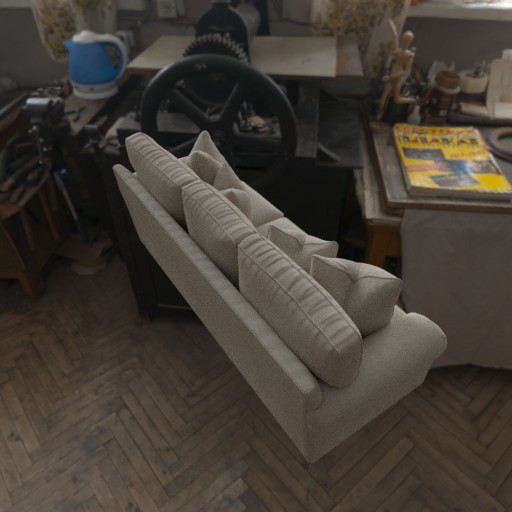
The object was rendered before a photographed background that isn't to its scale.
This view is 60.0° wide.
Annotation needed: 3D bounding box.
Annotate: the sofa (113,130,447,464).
[{"bbox_3d":[0.000,0.000,2.781,0.965,0.975,2.312,-24,47,-25],"label":"sofa"}]
